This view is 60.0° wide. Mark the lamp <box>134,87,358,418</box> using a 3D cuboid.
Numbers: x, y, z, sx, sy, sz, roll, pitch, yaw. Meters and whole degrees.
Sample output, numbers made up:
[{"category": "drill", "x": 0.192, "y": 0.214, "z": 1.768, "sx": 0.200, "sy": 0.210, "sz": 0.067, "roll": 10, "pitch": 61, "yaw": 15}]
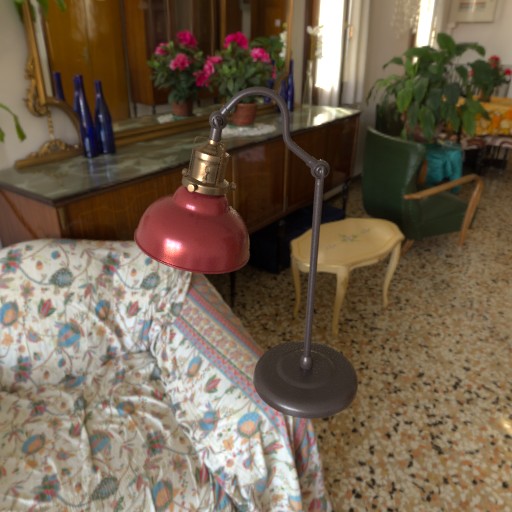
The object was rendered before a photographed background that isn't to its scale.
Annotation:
[{"category": "lamp", "x": 0.000, "y": 0.000, "z": 0.709, "sx": 0.374, "sy": 0.508, "sz": 0.192, "roll": 0, "pitch": 26, "yaw": 0}]
